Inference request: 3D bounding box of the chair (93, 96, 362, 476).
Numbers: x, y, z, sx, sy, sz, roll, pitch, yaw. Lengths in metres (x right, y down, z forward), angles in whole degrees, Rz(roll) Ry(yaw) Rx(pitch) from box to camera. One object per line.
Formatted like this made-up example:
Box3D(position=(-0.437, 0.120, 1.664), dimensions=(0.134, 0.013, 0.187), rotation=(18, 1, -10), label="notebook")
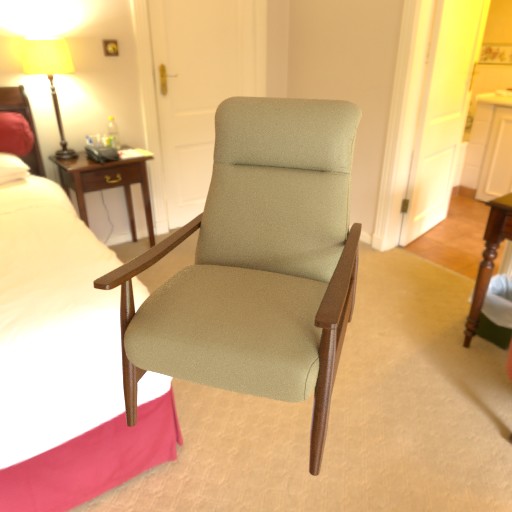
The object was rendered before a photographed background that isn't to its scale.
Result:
Box3D(position=(0.000, 0.000, 1.747), dimensions=(0.762, 1.082, 1.014), rotation=(8, 27, 15), label="chair")
